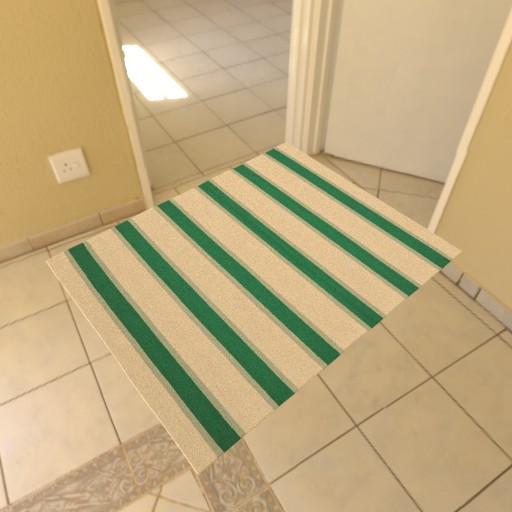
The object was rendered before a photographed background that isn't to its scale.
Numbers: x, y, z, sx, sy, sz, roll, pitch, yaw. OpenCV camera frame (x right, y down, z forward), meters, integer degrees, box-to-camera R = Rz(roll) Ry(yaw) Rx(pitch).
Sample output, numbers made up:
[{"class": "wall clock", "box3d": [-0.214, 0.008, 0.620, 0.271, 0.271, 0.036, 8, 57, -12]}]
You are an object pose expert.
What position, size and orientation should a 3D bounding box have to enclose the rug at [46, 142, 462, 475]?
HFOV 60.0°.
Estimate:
[{"class": "rug", "box3d": [0.000, 0.000, 4.127, 3.041, 0.019, 2.434, -32, 55, -26]}]
